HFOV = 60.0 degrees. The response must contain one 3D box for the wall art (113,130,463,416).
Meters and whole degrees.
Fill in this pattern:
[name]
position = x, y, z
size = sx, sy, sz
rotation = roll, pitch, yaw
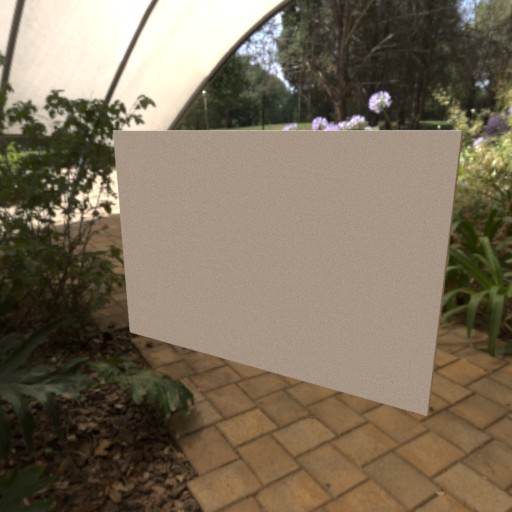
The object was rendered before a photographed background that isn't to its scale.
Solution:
[wall art]
position = 0.000, 0.000, 1.655
size = 1.308, 0.902, 0.051
rotation = 8, 18, 28
